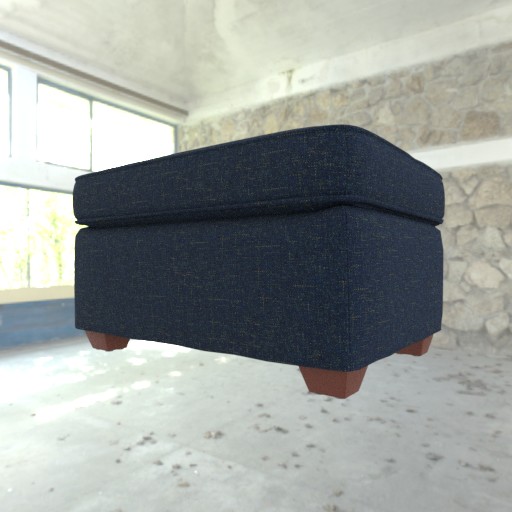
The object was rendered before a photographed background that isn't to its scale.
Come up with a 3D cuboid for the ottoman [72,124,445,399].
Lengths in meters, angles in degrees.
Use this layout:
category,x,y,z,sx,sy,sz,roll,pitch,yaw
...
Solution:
category,x,y,z,sx,sy,sz,roll,pitch,yaw
ottoman,0.000,0.000,1.051,0.749,0.450,0.549,-1,-1,37
